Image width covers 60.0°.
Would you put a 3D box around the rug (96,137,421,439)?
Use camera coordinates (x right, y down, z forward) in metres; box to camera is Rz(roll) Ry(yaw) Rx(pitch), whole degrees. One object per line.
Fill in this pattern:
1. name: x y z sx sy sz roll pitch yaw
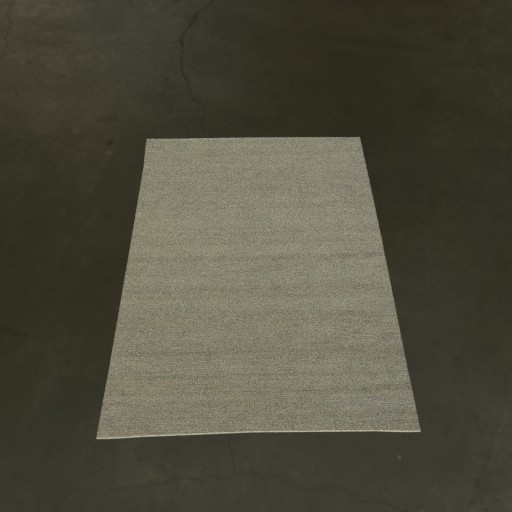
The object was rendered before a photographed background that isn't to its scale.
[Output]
1. rug: 0.000 0.000 4.726 2.757 0.051 3.626 -1 57 0
